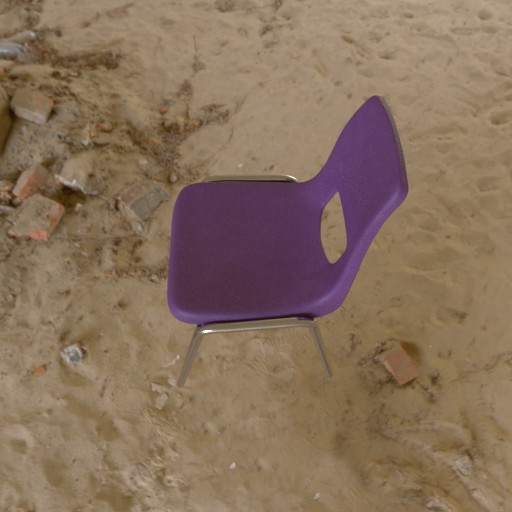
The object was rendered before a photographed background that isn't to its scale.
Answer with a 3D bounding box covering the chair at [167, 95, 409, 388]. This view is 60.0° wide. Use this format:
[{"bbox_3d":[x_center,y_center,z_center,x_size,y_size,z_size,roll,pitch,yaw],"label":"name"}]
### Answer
[{"bbox_3d":[0.000,0.000,0.966,0.432,0.704,0.381,-2,60,-1],"label":"chair"}]
